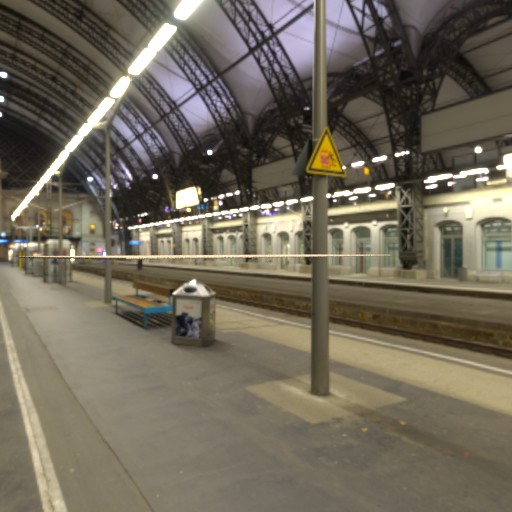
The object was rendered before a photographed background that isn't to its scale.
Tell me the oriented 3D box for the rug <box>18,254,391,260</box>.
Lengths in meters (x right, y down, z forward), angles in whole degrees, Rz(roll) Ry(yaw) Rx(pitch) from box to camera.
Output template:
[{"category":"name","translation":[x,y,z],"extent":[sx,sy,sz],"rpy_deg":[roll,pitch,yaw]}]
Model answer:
[{"category":"rug","translation":[0.000,0.000,2.675],"extent":[0.766,0.008,2.432],"rpy_deg":[0,1,37]}]
